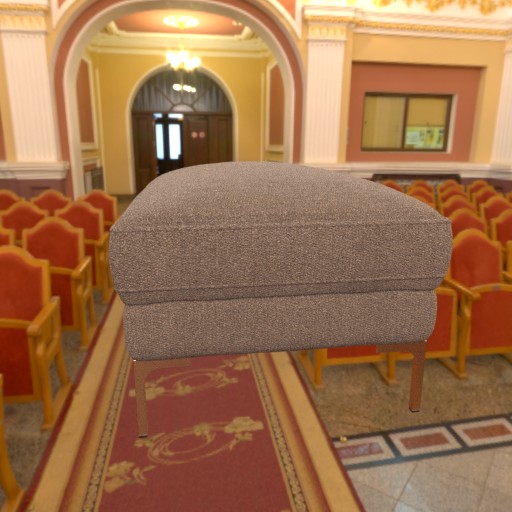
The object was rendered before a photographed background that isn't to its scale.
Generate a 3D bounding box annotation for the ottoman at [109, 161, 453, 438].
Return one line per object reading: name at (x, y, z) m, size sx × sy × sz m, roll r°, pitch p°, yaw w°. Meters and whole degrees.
ottoman at (0.000, 0.000, 1.131) m, size 0.583 × 0.464 × 0.785 m, roll -2°, pitch 14°, yaw -8°
